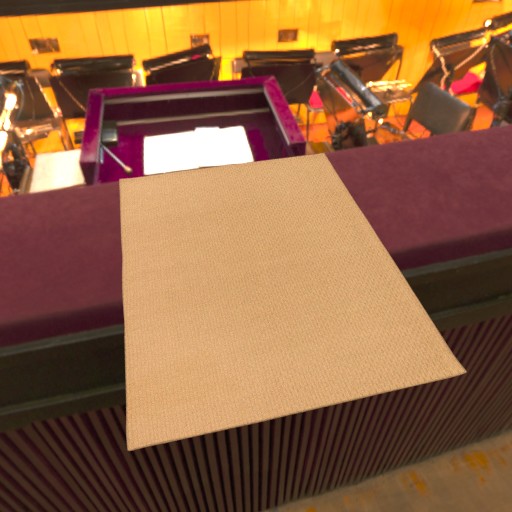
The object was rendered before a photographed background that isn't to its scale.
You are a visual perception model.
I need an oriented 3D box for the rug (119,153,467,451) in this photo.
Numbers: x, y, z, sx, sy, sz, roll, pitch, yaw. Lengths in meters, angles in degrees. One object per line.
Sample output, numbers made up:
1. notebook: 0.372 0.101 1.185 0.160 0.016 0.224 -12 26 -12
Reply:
1. rug: 0.000 0.000 3.846 2.277 0.035 2.897 -9 46 -9
